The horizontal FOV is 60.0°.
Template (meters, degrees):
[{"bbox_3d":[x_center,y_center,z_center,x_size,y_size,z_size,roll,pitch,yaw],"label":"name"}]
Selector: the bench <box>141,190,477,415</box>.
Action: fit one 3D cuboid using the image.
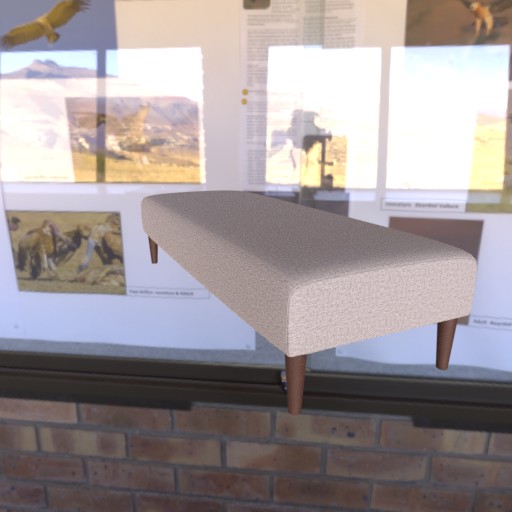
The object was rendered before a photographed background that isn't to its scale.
[{"bbox_3d":[0.000,0.000,1.817,0.631,0.383,1.598,-7,17,-25],"label":"bench"}]
